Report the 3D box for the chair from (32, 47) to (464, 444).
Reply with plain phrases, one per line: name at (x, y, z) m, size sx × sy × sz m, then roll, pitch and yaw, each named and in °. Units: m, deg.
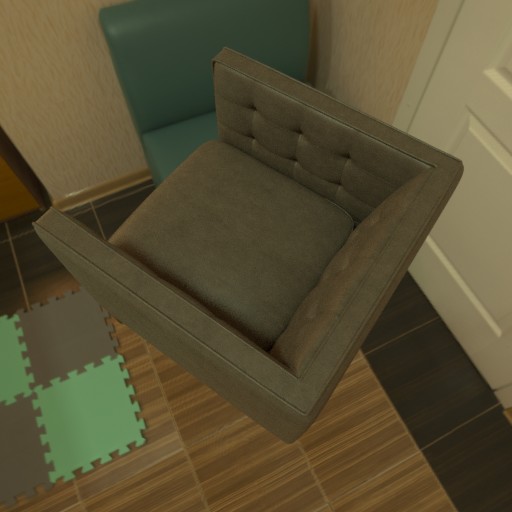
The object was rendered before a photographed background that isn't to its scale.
chair at (0.000, 0.000, 1.549) m, size 0.894 × 0.790 × 0.880 m, roll 32°, pitch 67°, yaw 15°
